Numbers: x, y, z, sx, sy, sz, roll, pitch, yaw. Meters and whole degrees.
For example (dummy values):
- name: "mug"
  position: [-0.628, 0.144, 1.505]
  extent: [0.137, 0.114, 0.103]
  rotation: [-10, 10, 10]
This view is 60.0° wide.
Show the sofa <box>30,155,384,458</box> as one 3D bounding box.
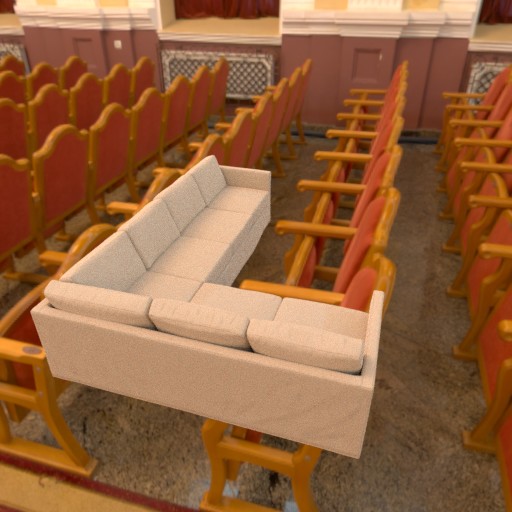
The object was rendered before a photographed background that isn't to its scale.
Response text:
- name: "sofa"
  position: [0.000, 0.000, 4.272]
  extent: [2.432, 0.871, 3.182]
  rotation: [9, 33, 15]
